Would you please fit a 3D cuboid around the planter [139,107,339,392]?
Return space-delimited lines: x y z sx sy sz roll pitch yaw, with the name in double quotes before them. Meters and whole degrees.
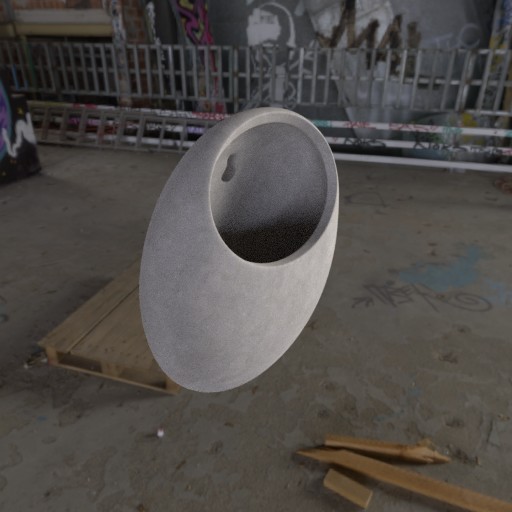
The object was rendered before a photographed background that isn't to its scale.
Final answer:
"planter" 0.000 0.000 0.294 0.071 0.188 0.185 19 33 33
